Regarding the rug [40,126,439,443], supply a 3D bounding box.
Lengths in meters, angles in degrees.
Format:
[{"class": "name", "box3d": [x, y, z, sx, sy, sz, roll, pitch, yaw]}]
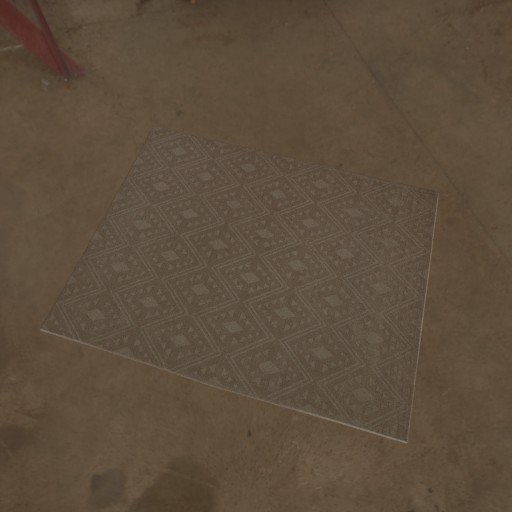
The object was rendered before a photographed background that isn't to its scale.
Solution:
[{"class": "rug", "box3d": [0.000, 0.000, 3.987, 3.011, 0.054, 2.399, 15, 62, 8]}]
